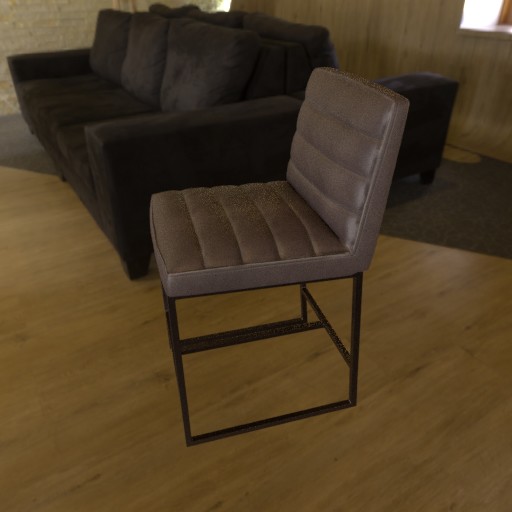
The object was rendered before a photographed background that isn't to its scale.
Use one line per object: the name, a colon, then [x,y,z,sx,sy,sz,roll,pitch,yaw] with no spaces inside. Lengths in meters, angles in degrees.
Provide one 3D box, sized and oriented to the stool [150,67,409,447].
stool: [0.000,0.000,1.270,0.562,0.946,0.463,-8,33,-13]
